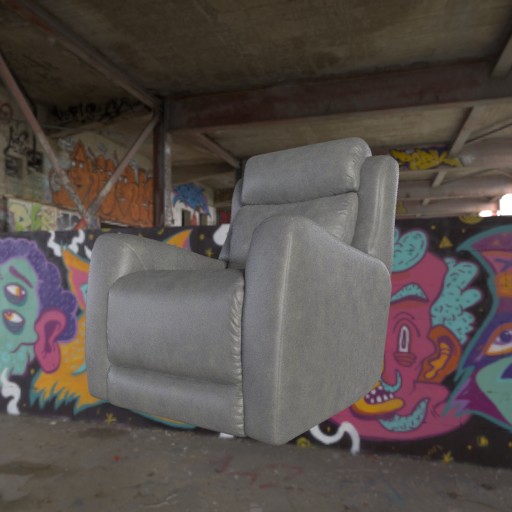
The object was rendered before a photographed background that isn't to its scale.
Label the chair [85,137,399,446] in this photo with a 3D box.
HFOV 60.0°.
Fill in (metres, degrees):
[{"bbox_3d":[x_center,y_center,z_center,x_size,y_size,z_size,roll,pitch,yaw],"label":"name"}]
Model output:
[{"bbox_3d":[0.000,0.000,1.872,0.967,1.116,1.068,-2,-3,36],"label":"chair"}]
